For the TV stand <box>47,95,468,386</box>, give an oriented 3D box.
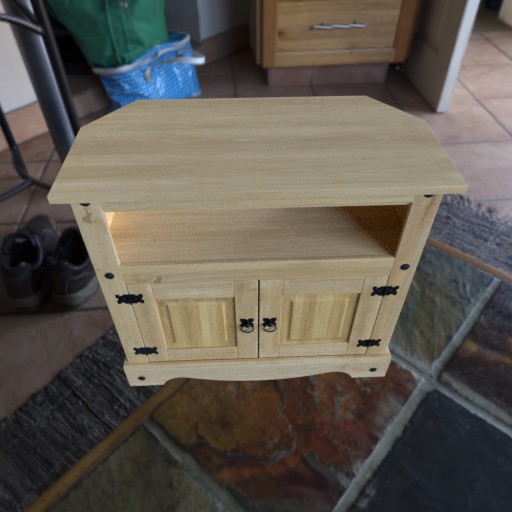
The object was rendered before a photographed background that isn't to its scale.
[{"bbox_3d":[0.000,0.000,1.319,0.851,0.781,0.425,-2,44,-2],"label":"TV stand"}]
